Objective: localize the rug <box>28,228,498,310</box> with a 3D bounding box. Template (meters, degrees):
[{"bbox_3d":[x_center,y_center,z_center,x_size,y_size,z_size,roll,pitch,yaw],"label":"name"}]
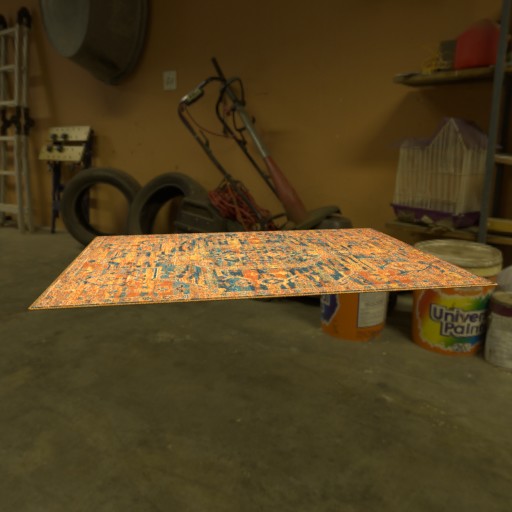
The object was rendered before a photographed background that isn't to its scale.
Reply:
[{"bbox_3d":[0.000,0.000,3.679,2.916,0.019,2.043,-2,14,-9],"label":"rug"}]
